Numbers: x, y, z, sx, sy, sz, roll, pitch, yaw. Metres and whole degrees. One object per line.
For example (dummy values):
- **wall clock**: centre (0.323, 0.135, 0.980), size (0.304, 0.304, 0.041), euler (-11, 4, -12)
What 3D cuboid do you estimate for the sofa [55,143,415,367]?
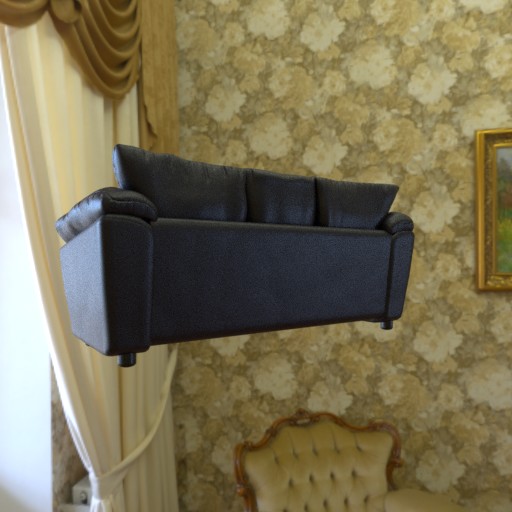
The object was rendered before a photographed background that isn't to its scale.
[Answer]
- **sofa**: centre (0.000, 0.000, 2.927), size (2.336, 1.073, 0.880), euler (0, 0, -35)
